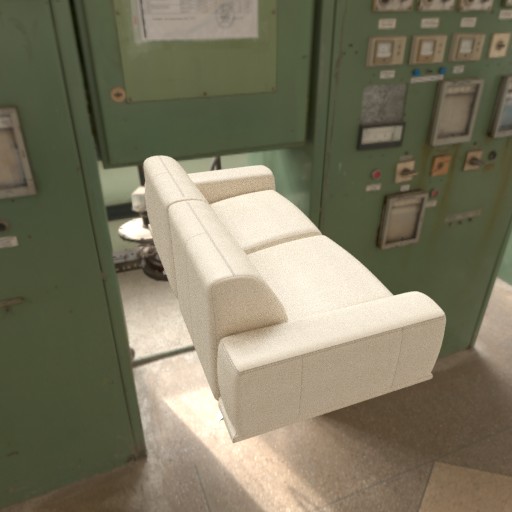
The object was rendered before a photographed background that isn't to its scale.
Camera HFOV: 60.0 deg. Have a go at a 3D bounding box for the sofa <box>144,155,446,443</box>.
[{"bbox_3d":[0.000,0.000,2.379,0.900,0.772,1.901,-11,32,-18],"label":"sofa"}]
